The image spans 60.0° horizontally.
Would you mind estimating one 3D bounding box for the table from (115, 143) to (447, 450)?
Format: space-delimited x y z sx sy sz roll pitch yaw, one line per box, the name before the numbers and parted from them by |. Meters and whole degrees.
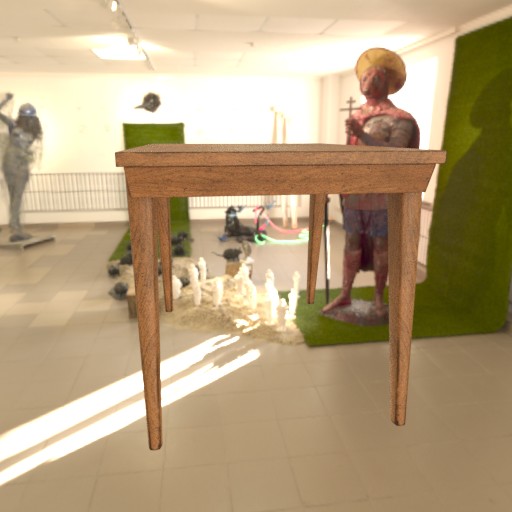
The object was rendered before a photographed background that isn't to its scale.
table | 0.000 0.000 1.579 0.757 0.760 1.027 -2 15 -8
